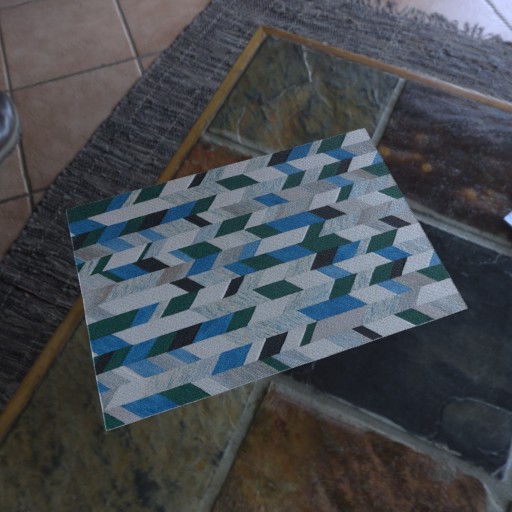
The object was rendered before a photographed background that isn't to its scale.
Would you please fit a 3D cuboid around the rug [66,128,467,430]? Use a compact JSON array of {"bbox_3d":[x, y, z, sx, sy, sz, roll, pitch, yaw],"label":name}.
[{"bbox_3d":[0.000,0.000,2.346,1.827,0.005,1.229,-17,66,-8],"label":"rug"}]
